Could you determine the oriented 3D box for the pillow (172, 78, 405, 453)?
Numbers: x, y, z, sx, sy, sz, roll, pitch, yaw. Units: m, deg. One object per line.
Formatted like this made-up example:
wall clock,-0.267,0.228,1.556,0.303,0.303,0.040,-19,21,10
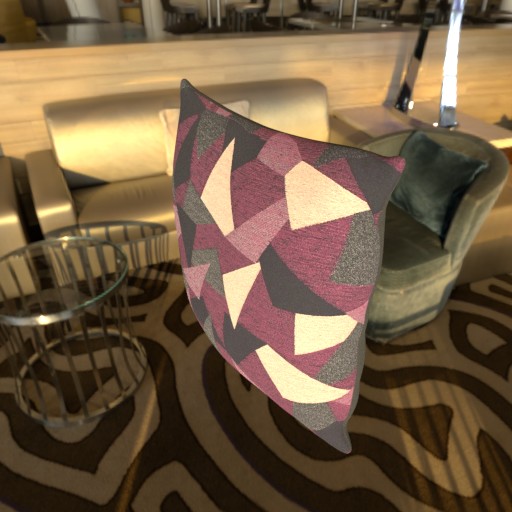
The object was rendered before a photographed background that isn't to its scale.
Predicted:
pillow,0.000,0.000,0.747,0.208,0.496,0.503,-21,37,-30
